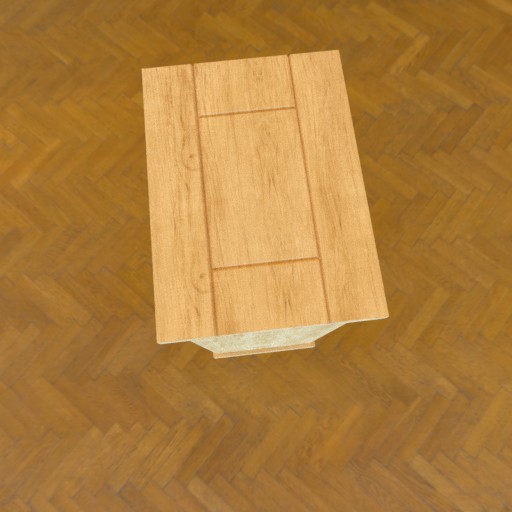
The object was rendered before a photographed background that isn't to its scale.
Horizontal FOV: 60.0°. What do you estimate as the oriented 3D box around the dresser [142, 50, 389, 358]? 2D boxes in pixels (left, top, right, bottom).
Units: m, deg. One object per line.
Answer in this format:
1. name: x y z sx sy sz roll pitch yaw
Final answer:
1. dresser: 0.000 0.000 1.308 0.390 1.041 0.531 -6 75 -2
